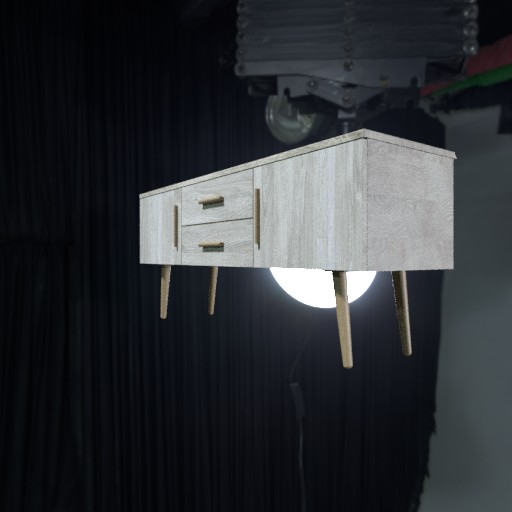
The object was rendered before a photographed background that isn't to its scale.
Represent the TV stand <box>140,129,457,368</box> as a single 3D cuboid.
[{"bbox_3d":[0.000,0.000,1.622,0.401,0.565,1.313,0,0,-36],"label":"TV stand"}]
